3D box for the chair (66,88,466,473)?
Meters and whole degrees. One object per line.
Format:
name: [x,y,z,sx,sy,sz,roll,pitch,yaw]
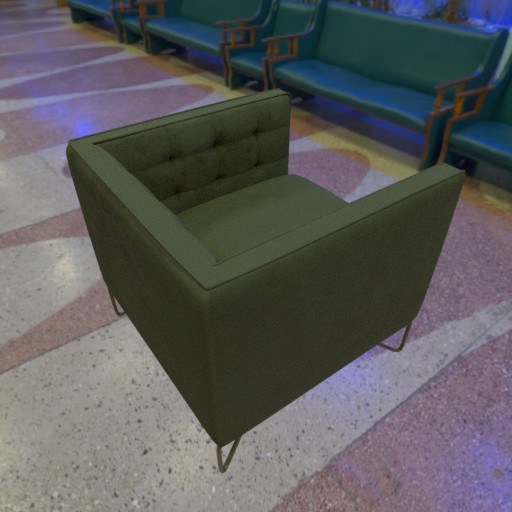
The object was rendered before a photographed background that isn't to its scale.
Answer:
chair: [0.000,0.000,1.558,0.894,0.790,0.880,-25,45,-27]
